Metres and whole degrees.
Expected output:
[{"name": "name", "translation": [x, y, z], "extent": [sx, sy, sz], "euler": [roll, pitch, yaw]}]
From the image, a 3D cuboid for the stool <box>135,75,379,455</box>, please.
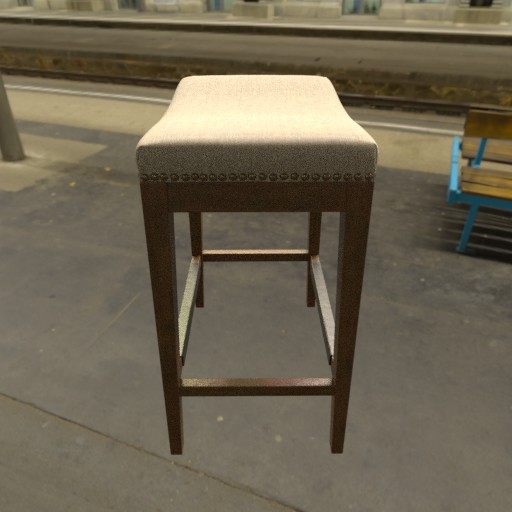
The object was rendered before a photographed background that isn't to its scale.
[{"name": "stool", "translation": [0.000, 0.000, 0.957], "extent": [0.356, 0.660, 0.508], "euler": [0, 32, 0]}]
